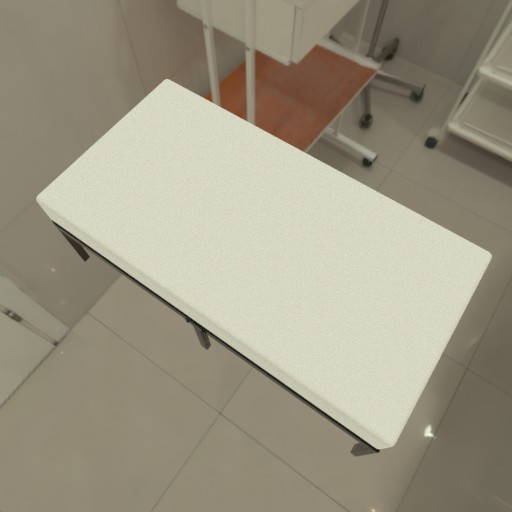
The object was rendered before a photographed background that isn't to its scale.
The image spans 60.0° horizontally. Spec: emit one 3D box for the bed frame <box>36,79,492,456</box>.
[{"bbox_3d":[0.000,0.000,2.373,1.950,0.659,1.023,32,68,15],"label":"bed frame"}]
